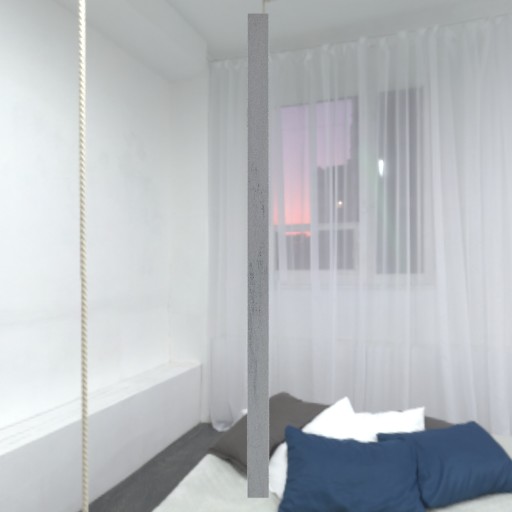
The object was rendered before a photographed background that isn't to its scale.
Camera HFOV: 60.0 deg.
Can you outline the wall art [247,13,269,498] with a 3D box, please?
[{"bbox_3d":[0.000,0.000,1.147,0.043,0.914,0.624,0,-1,-1],"label":"wall art"}]
